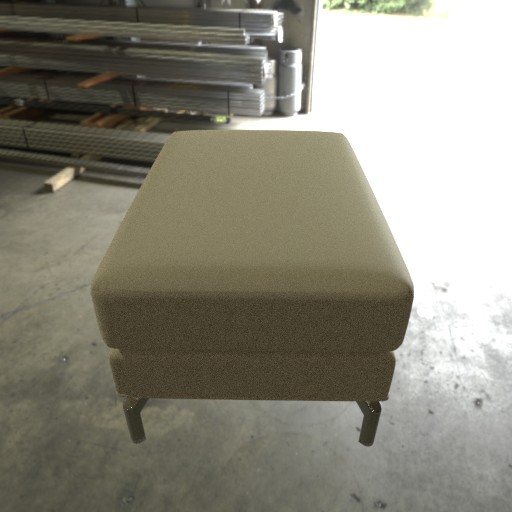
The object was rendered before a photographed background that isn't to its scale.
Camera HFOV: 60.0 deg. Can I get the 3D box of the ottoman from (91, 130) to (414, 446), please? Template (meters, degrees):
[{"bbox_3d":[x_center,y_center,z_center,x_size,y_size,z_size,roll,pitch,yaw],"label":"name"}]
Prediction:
[{"bbox_3d":[0.000,0.000,1.209,0.581,0.497,0.835,1,33,1],"label":"ottoman"}]
